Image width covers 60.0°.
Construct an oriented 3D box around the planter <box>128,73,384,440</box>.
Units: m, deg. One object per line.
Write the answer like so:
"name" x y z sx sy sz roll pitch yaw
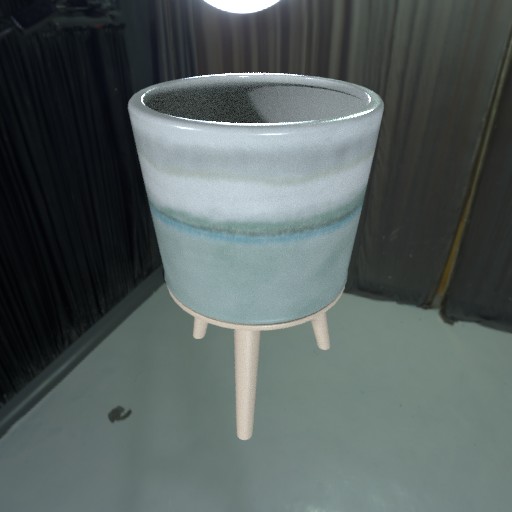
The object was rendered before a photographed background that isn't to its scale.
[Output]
"planter" 0.000 0.000 0.575 0.265 0.404 0.265 11 33 17
